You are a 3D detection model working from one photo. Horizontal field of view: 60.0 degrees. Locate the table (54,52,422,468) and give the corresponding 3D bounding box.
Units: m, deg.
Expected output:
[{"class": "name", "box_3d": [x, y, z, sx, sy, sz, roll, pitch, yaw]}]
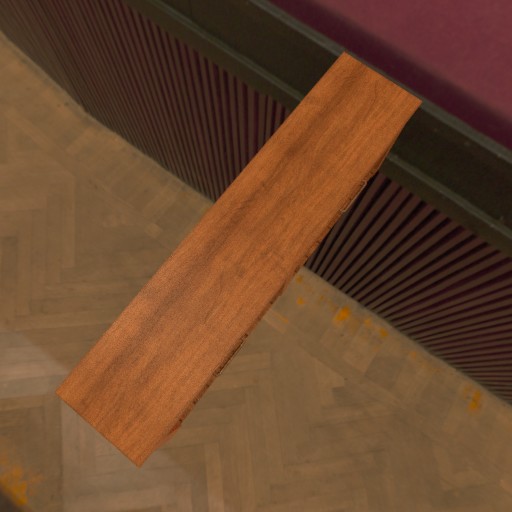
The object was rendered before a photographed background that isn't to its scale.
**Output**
[{"class": "table", "box_3d": [0.000, 0.000, 2.038, 0.425, 0.635, 1.815, 37, 78, 9]}]
